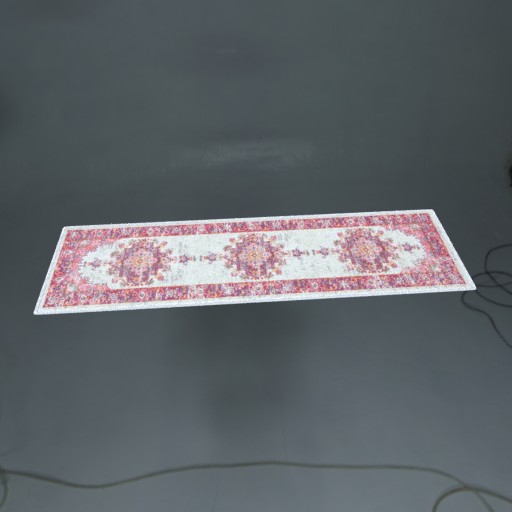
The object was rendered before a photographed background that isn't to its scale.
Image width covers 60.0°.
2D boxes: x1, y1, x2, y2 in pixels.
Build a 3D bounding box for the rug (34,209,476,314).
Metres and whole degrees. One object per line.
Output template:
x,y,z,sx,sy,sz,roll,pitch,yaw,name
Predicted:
0.000,0.000,2.517,2.294,0.011,0.666,-3,45,-3,rug
